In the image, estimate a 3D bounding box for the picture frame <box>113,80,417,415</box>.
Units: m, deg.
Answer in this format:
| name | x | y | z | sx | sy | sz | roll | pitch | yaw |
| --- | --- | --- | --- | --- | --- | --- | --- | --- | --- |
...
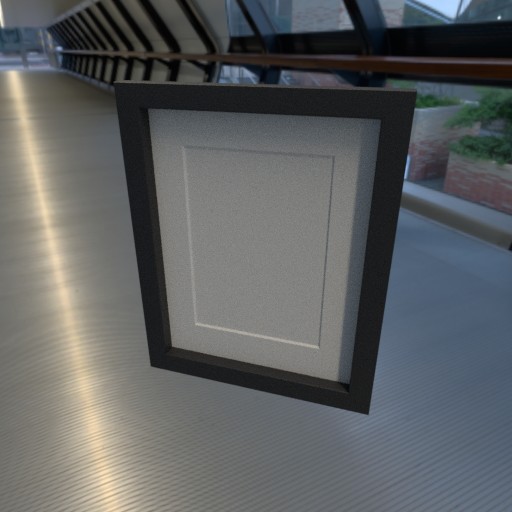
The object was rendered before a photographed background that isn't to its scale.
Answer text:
| name | x | y | z | sx | sy | sz | roll | pitch | yaw |
| --- | --- | --- | --- | --- | --- | --- | --- | --- | --- |
| picture frame | 0.000 | 0.000 | 0.528 | 0.307 | 0.383 | 0.036 | 8 | 27 | 16 |
